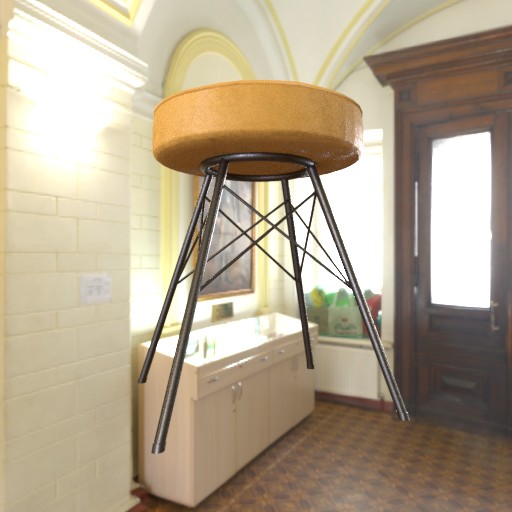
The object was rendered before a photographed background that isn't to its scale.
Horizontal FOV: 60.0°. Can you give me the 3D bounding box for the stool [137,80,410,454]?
[{"bbox_3d":[0.000,0.000,0.925,0.472,0.595,0.438,0,0,-16],"label":"stool"}]
